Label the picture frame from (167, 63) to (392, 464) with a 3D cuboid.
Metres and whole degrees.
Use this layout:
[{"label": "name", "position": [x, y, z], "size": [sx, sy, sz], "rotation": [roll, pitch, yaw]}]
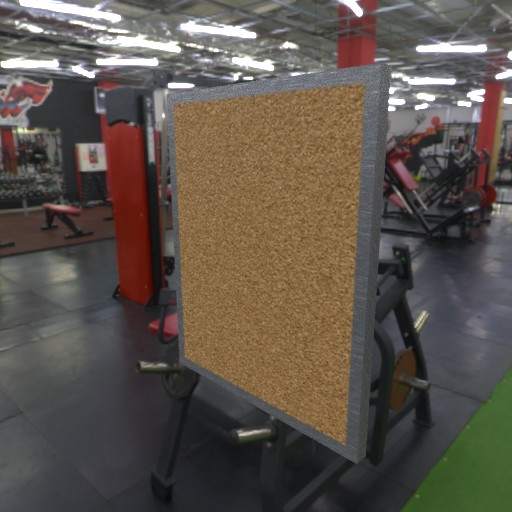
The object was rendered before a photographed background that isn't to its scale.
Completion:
[{"label": "picture frame", "position": [0.000, 0.000, 0.761], "size": [0.029, 0.559, 0.454], "rotation": [-13, 19, -43]}]
